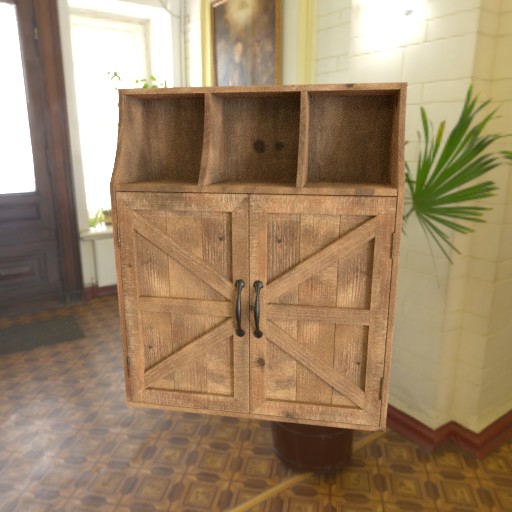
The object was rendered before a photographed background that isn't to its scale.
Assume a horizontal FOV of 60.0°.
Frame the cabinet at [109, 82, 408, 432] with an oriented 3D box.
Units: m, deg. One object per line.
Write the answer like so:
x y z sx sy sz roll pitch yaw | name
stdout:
0.000 0.000 0.820 0.489 0.590 0.184 2 14 9 | cabinet
